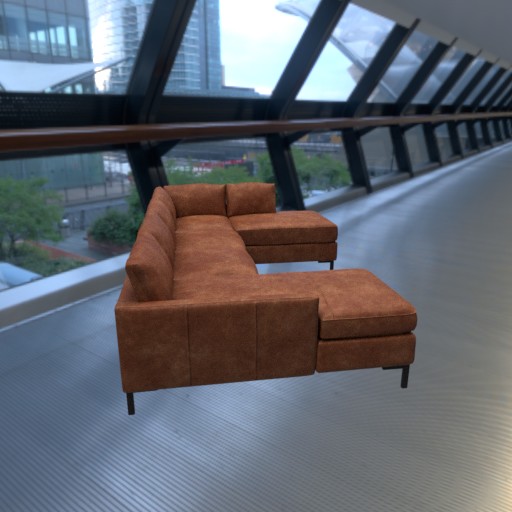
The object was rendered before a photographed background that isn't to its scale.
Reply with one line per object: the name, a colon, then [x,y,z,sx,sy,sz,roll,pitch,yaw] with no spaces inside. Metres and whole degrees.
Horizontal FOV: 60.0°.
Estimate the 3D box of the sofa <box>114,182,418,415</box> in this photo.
sofa: [0.000,0.000,3.830,1.939,0.900,2.956,-3,17,-9]
